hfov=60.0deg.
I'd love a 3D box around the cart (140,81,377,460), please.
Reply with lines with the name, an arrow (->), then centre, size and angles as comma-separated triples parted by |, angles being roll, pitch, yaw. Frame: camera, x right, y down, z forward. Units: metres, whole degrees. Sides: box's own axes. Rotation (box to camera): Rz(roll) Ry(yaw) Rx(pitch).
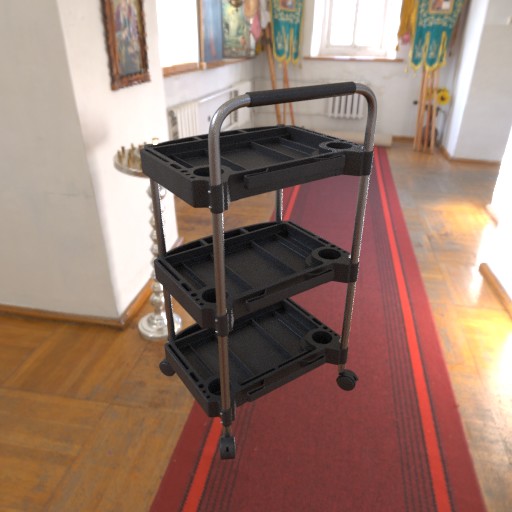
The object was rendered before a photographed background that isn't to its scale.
cart -> 0.000, 0.000, 1.431 | 0.584, 1.075, 0.518 | -18, 33, -30
